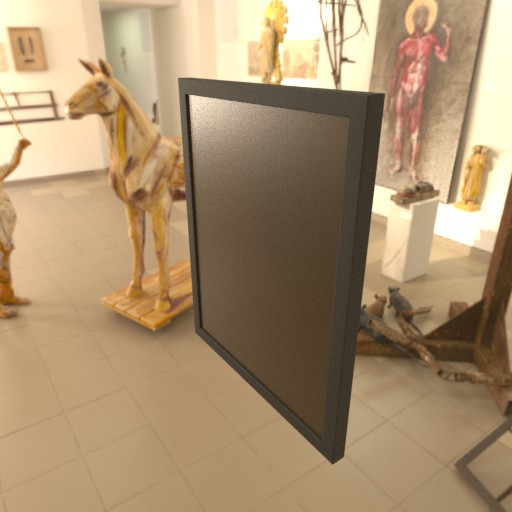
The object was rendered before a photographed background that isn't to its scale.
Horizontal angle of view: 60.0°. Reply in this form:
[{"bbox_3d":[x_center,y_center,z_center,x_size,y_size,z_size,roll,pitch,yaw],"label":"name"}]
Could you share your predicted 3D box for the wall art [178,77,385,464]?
[{"bbox_3d":[0.000,0.000,0.768,0.028,0.558,0.457,-17,29,-32],"label":"wall art"}]
